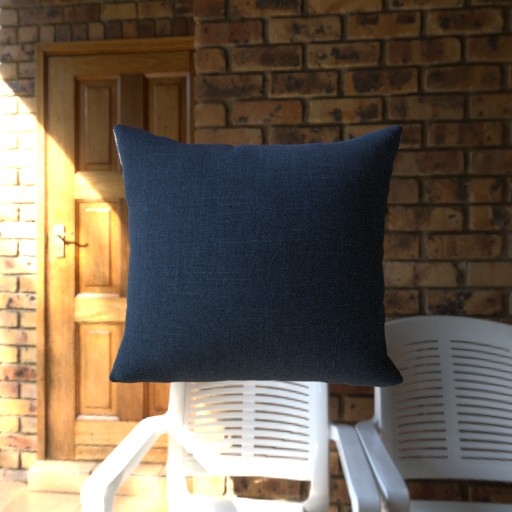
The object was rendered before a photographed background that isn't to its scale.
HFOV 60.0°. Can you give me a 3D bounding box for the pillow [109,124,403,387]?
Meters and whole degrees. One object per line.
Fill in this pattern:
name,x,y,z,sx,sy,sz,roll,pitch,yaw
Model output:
pillow,0.000,0.000,0.822,0.546,0.487,0.180,0,0,0
